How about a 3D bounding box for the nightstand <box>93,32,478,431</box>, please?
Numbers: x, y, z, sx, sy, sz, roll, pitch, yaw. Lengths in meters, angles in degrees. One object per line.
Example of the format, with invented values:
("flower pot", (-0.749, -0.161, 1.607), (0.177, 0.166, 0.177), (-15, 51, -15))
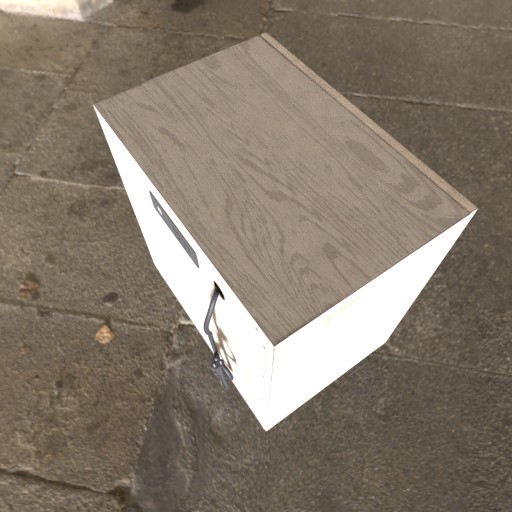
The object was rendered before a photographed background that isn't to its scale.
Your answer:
("nightstand", (0.000, 0.000, 1.084), (0.483, 0.673, 0.612), (-31, 63, -17))
